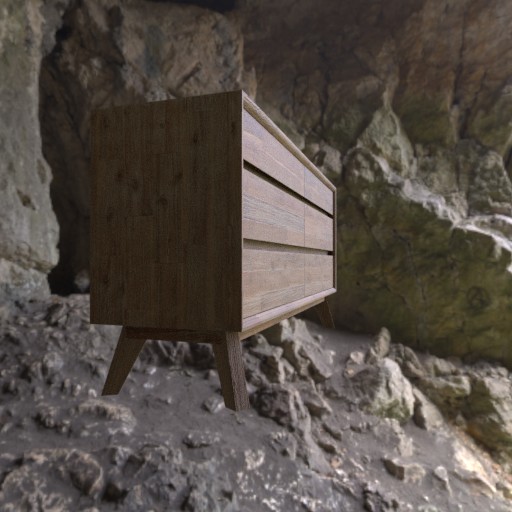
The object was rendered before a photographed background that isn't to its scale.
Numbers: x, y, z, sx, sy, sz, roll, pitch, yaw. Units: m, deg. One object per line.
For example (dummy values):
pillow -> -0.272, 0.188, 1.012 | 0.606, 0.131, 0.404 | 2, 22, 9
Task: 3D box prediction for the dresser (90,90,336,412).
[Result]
dresser -> 0.000, 0.000, 1.903 | 0.455, 0.805, 1.554 | 0, -1, 19
